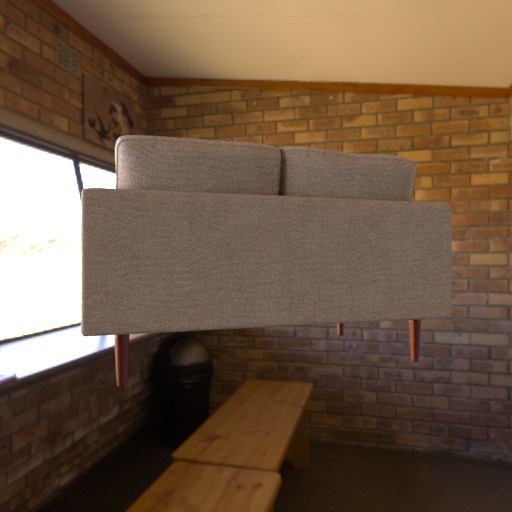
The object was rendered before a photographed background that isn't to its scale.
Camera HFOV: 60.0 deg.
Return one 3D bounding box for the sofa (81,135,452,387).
[{"bbox_3d":[0.000,0.000,2.162,1.582,0.944,0.903,0,0,-18],"label":"sofa"}]
